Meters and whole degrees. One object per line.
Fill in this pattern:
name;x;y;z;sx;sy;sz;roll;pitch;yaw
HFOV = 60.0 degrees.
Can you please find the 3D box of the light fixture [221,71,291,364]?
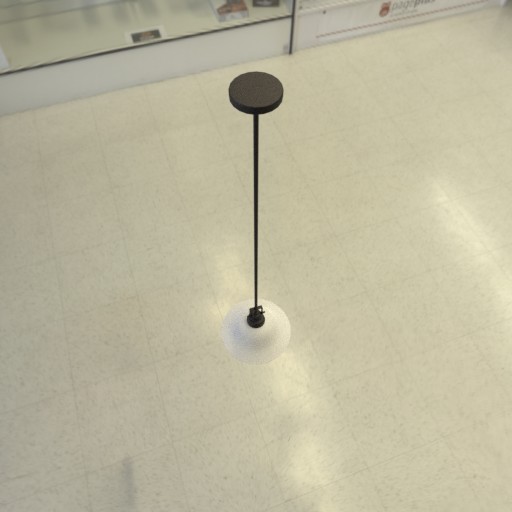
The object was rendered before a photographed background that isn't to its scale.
light fixture;0.000;0.000;1.489;0.324;1.337;0.324;-15;60;-9
